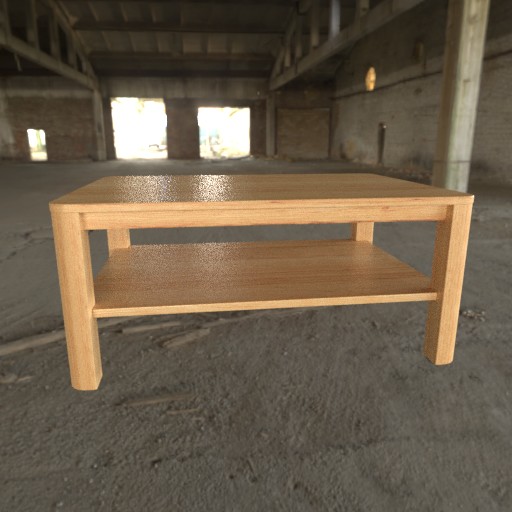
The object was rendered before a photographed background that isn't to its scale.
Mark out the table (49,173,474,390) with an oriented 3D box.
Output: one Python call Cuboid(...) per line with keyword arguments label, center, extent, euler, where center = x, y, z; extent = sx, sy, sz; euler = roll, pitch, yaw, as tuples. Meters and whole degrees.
Cuboid(label="table", center=(0.000, 0.000, 1.387), extent=(0.997, 0.445, 0.696), euler=(-2, 15, -8))
